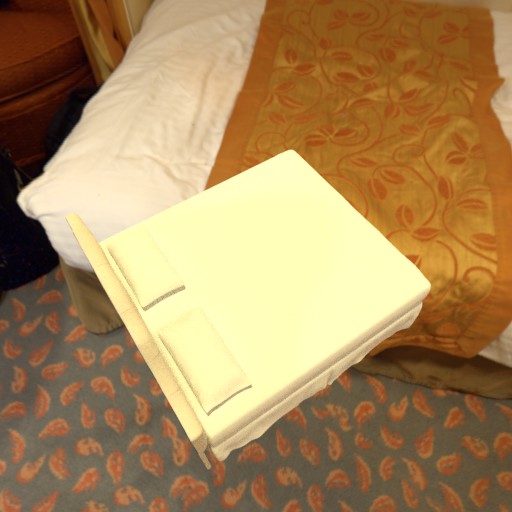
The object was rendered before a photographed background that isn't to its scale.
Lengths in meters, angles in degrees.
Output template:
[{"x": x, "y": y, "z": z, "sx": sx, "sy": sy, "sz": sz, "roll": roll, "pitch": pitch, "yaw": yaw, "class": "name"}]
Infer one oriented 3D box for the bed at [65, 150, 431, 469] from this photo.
[{"x": 0.000, "y": 0.000, "z": 3.505, "sx": 2.214, "sy": 1.615, "sz": 2.008, "roll": -29, "pitch": 61, "yaw": -18, "class": "bed"}]
